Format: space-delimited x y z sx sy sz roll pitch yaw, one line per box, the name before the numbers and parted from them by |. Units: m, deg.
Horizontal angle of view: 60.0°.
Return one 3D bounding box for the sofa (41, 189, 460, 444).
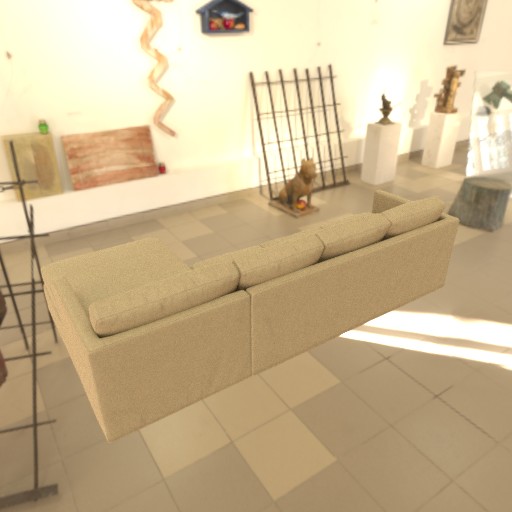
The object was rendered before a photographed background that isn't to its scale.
sofa | 0.000 0.000 3.765 3.177 0.867 1.622 -17 33 -29
